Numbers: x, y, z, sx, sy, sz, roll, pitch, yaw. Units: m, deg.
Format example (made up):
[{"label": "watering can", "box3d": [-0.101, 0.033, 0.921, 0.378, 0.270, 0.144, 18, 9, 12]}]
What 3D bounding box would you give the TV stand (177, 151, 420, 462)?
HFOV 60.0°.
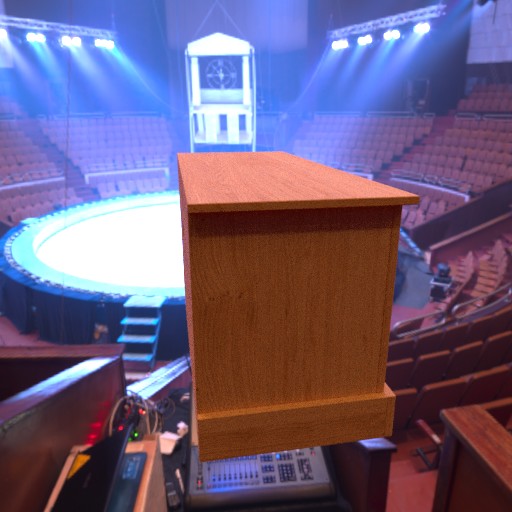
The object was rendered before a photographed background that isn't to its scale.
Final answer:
[{"label": "TV stand", "box3d": [0.000, 0.000, 1.384, 0.440, 0.550, 1.080, -3, 18, -10]}]
